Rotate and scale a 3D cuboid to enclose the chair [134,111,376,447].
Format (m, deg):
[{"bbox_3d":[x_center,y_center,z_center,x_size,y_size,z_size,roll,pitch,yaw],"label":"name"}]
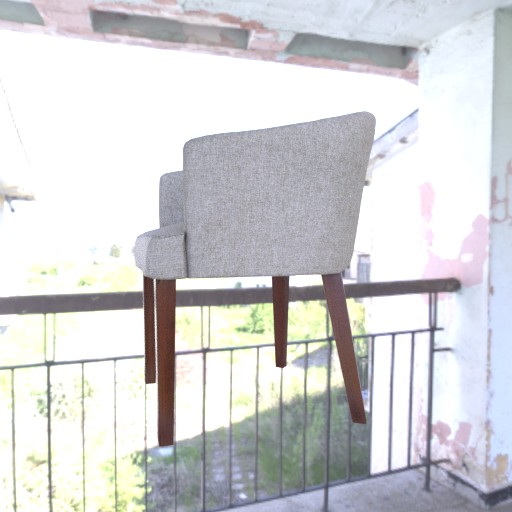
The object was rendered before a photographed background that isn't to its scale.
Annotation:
[{"bbox_3d":[0.000,0.000,1.268,0.655,0.811,0.583,0,2,-18],"label":"chair"}]
